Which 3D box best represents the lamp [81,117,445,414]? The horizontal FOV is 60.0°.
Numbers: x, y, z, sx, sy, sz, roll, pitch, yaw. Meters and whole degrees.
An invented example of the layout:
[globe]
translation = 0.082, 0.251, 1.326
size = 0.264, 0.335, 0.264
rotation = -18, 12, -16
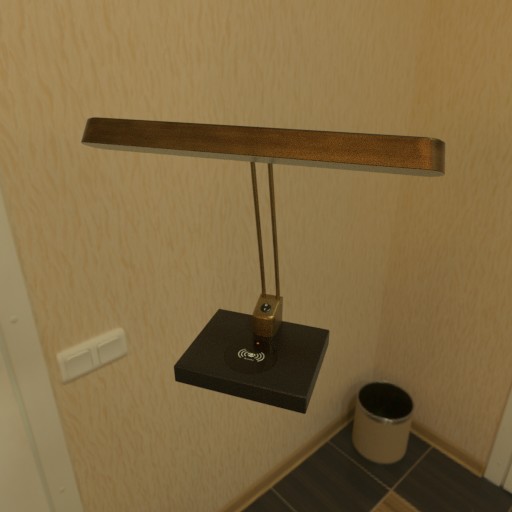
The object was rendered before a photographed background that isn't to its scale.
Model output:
[lamp]
translation = 0.000, 0.000, 0.581
size = 0.412, 0.345, 0.156
rotation = 9, 27, 17
